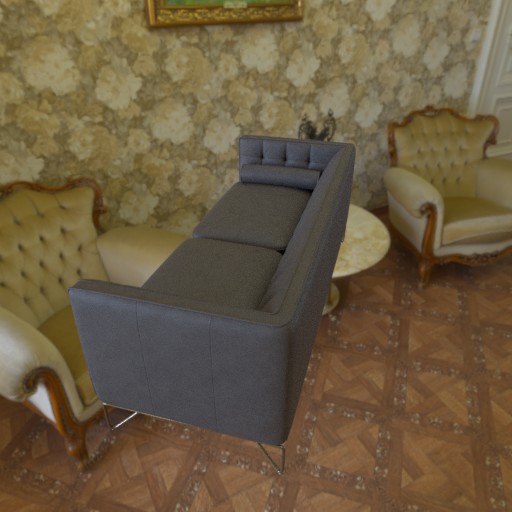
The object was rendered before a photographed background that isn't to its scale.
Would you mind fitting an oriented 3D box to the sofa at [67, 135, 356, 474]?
[{"bbox_3d":[0.000,0.000,2.543,0.867,0.789,2.087,9,32,14],"label":"sofa"}]
